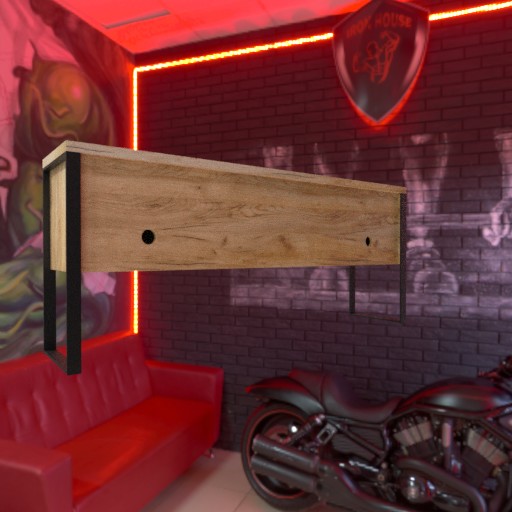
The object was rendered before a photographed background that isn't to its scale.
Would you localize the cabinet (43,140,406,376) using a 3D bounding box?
[{"bbox_3d":[0.000,0.000,2.121,1.800,0.762,0.395,0,1,-36],"label":"cabinet"}]
